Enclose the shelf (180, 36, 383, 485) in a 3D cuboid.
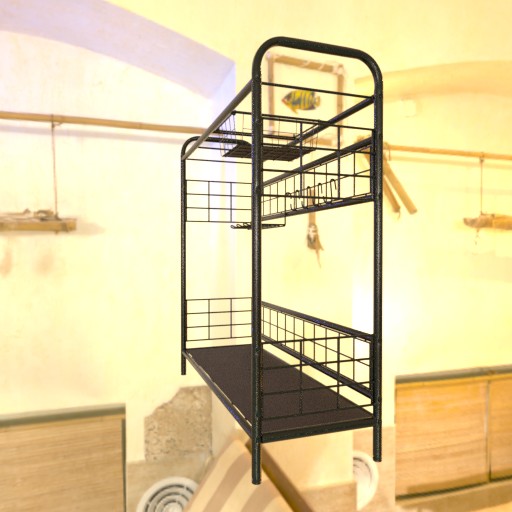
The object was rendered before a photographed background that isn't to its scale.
[{"bbox_3d":[0.000,0.000,1.505,0.350,1.026,0.961,0,1,-19],"label":"shelf"}]
